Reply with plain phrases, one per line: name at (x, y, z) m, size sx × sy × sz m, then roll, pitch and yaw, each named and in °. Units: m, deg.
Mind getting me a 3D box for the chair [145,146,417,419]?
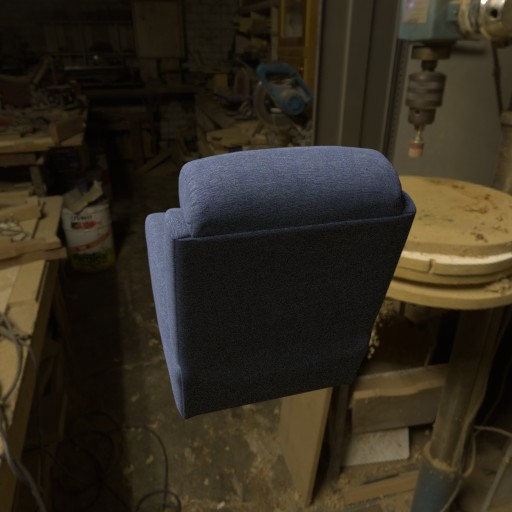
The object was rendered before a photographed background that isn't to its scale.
chair at (0.000, 0.000, 1.716) m, size 0.798 × 1.013 × 1.043 m, roll -7°, pitch 28°, yaw -14°
